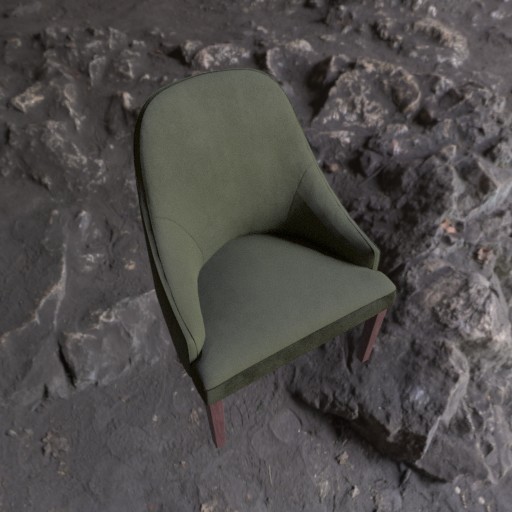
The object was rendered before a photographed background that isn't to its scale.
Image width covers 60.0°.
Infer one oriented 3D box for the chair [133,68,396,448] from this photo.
[{"bbox_3d":[0.000,0.000,1.305,0.643,0.889,0.575,-23,50,-21],"label":"chair"}]
